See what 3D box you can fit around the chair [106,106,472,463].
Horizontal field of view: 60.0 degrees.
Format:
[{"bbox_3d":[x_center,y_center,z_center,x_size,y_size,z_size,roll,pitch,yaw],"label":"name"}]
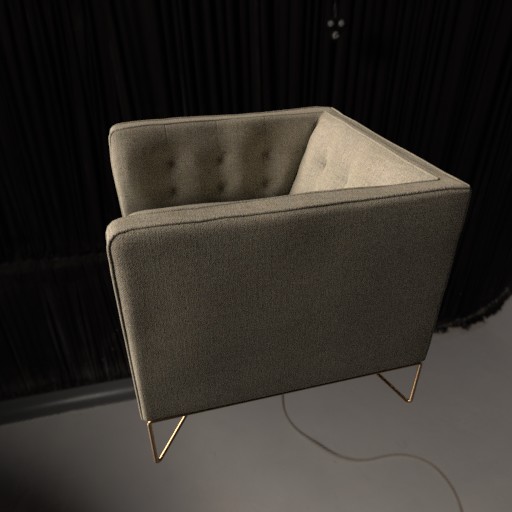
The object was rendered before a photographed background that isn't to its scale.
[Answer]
[{"bbox_3d":[0.000,0.000,1.578,0.912,0.799,0.920,-8,32,-13],"label":"chair"}]
